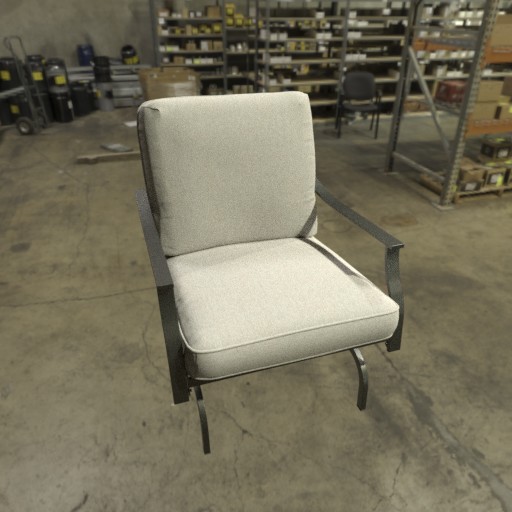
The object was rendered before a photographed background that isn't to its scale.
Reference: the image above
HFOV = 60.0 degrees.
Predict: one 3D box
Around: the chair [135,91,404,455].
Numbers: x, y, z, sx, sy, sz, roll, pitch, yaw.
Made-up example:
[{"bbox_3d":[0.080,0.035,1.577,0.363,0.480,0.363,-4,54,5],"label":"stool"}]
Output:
[{"bbox_3d":[0.000,0.000,1.383,0.650,0.860,0.787,-9,31,-15],"label":"chair"}]
